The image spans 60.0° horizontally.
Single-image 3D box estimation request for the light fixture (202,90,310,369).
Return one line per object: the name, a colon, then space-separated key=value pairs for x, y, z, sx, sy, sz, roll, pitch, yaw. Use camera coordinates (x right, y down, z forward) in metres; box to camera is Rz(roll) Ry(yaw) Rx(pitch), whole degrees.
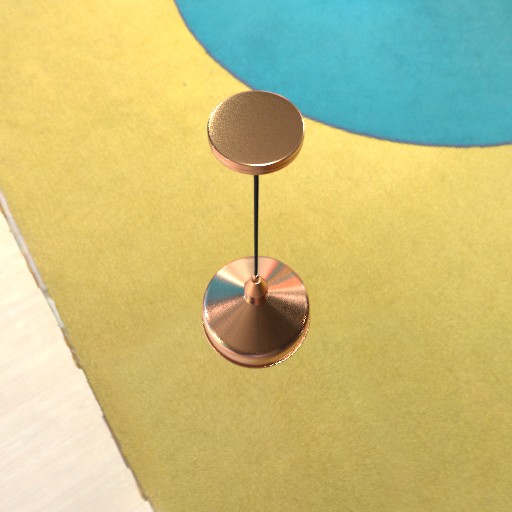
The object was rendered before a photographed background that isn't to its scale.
light fixture: x=0.000 y=0.000 z=0.896 sx=0.301 sy=0.754 sz=0.301 roll=17 pitch=66 yaw=8
